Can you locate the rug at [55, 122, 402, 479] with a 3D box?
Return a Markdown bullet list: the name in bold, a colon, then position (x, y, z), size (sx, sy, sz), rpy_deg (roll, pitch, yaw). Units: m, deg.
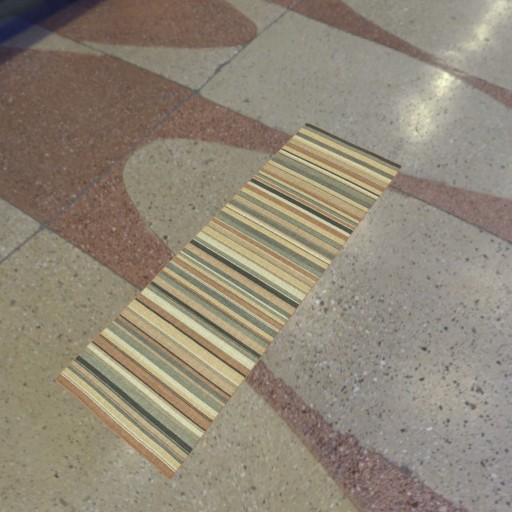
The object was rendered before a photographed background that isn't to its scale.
- **rug**: position (0.000, 0.000, 2.690), size (0.799, 0.010, 2.444), rpy_deg (31, 61, 19)
